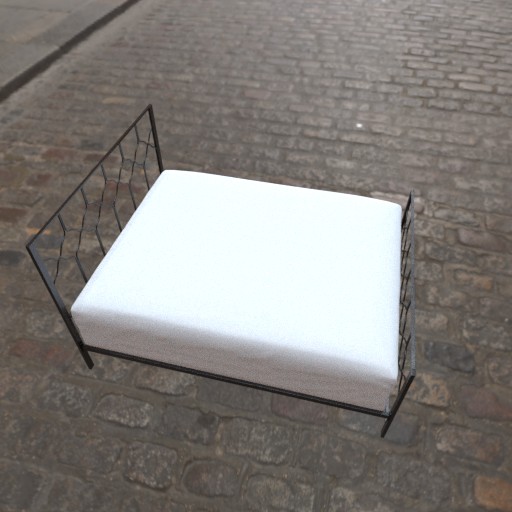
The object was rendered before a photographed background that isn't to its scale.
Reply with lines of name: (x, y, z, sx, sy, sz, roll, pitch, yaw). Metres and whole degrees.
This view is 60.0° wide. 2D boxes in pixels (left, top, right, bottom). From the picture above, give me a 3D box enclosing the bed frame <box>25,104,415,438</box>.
bed frame: (0.000, 0.000, 3.094, 2.063, 1.222, 1.597, 10, 46, 10)
